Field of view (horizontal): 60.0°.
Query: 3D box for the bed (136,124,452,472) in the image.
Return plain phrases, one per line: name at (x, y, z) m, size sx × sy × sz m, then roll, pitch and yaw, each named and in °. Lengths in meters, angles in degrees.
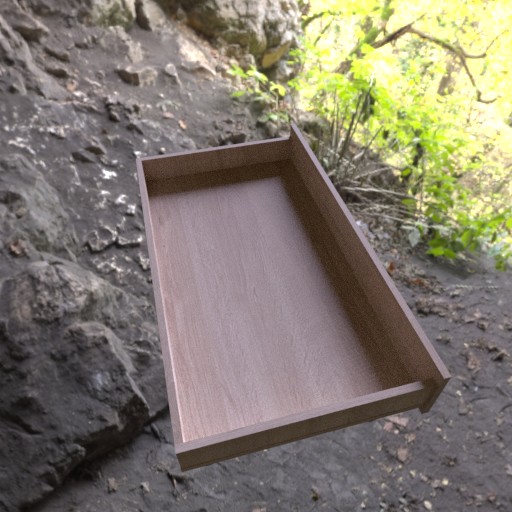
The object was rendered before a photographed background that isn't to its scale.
bed at (0.000, 0.000, 1.482) m, size 0.685 × 0.209 × 1.200 m, roll -11°, pitch 48°, yaw -10°
